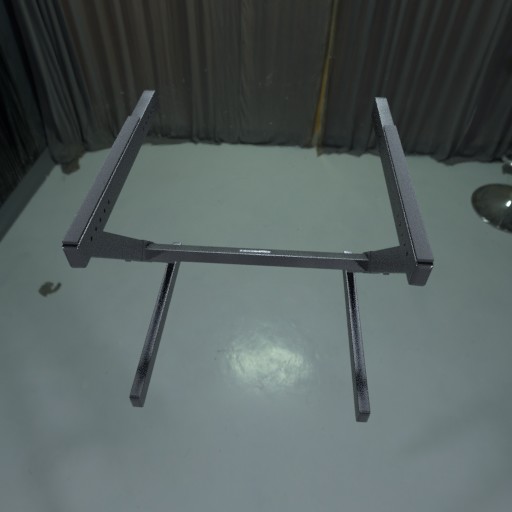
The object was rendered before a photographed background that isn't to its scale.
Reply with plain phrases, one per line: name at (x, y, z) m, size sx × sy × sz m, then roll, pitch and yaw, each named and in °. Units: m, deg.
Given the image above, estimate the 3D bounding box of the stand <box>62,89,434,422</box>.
stand at (0.000, 0.000, 1.155) m, size 0.700 × 0.617 × 0.586 m, roll 3°, pitch 46°, yaw 3°
